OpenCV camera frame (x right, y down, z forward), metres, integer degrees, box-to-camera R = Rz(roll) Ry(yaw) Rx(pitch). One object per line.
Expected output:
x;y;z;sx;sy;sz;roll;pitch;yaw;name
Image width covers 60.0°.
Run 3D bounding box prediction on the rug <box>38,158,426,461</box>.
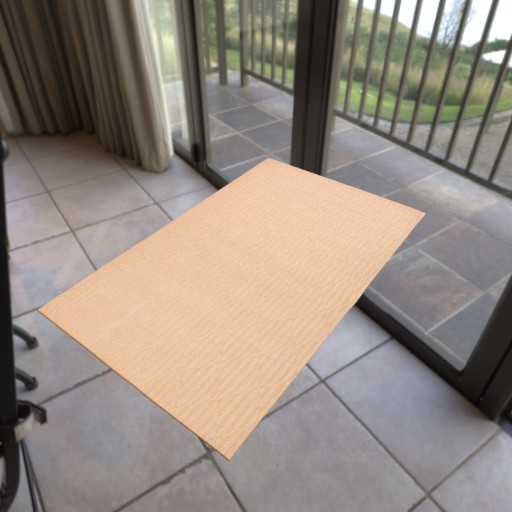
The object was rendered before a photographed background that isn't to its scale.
0.000;0.000;3.100;1.531;0.014;2.441;26;47;27;rug
